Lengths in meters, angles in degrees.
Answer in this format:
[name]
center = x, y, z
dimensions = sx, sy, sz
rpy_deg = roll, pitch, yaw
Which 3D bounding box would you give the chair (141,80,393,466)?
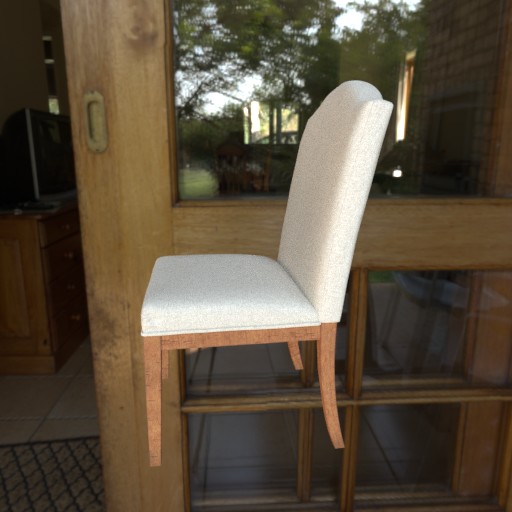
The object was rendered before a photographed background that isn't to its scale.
[chair]
center = 0.000, 0.000, 1.349
dimensions = 0.648, 1.012, 0.534
rpy_deg = -2, 13, -8
